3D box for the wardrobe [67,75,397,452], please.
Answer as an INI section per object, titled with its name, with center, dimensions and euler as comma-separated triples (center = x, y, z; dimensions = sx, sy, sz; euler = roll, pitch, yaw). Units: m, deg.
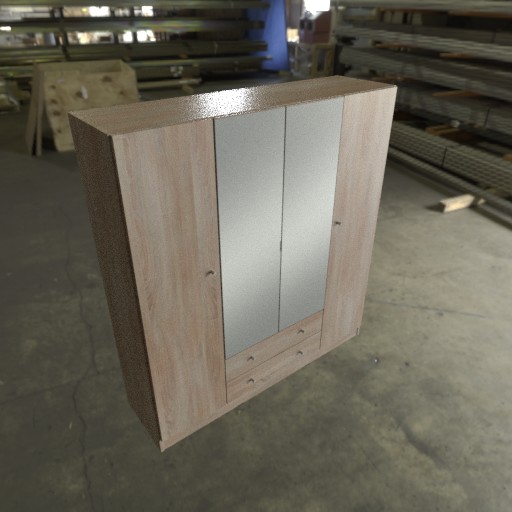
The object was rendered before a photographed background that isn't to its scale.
[wardrobe]
center = 0.000, 0.000, 3.154
dimensions = 1.998, 2.159, 0.598
euler = -21, 37, -32
